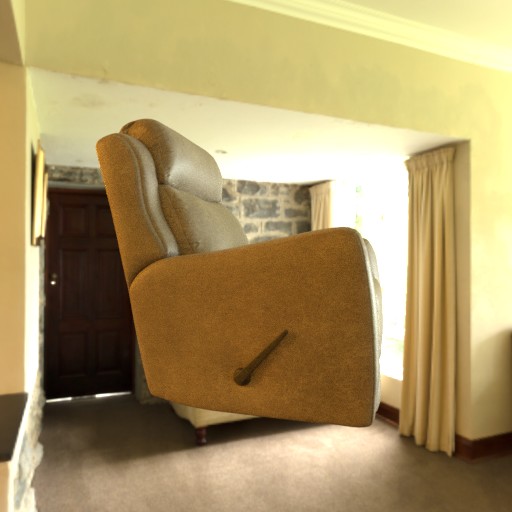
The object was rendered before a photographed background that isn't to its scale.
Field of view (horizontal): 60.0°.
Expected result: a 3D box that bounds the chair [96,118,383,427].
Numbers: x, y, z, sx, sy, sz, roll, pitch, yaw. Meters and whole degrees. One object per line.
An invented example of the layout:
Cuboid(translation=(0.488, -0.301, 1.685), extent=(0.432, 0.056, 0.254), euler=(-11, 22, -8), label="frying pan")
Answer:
Cuboid(translation=(0.000, 0.000, 1.938), extent=(1.068, 1.116, 0.967), euler=(0, -1, 17), label="chair")
